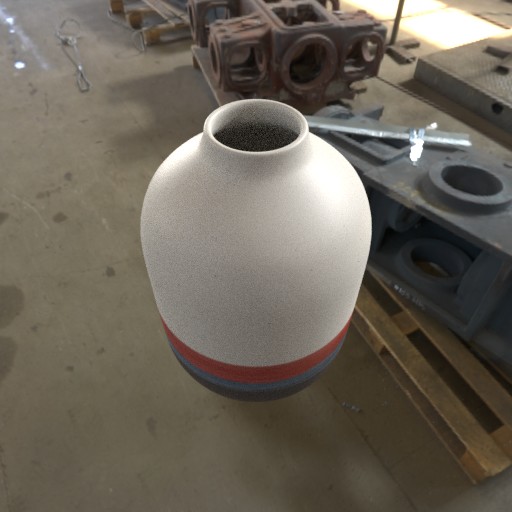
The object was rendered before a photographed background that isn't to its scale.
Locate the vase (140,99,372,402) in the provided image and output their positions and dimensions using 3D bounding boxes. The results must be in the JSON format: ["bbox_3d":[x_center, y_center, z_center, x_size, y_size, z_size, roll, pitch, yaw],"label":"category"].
[{"bbox_3d":[0.000,0.000,0.356,0.169,0.237,0.169,0,48,0],"label":"vase"}]
